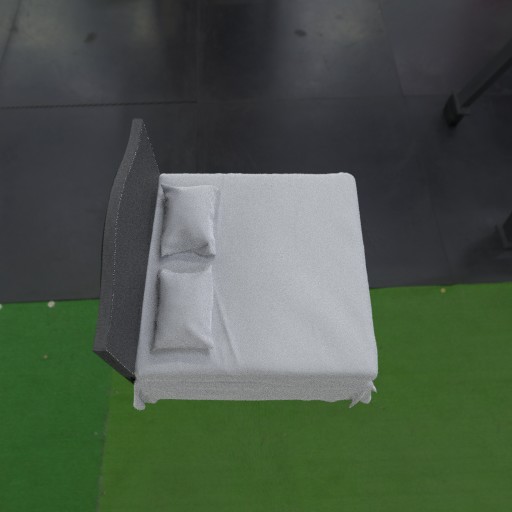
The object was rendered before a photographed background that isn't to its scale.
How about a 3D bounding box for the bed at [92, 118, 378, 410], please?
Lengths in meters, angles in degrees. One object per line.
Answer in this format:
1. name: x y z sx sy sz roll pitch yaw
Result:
1. bed: 0.000 0.000 3.817 2.219 1.651 2.314 0 63 0
